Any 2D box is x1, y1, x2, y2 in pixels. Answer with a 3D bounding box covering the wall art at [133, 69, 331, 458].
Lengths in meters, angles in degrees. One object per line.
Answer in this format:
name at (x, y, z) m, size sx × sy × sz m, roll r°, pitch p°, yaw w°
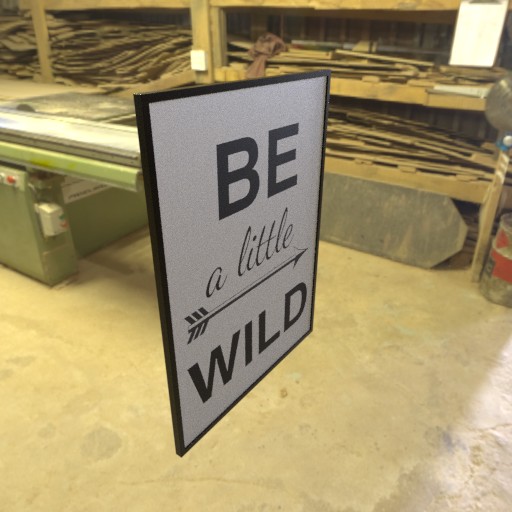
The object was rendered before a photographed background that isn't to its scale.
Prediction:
wall art at (0.000, 0.000, 0.780) m, size 0.013 × 0.582 × 0.442 m, roll 19°, pitch 32°, yaw 32°
